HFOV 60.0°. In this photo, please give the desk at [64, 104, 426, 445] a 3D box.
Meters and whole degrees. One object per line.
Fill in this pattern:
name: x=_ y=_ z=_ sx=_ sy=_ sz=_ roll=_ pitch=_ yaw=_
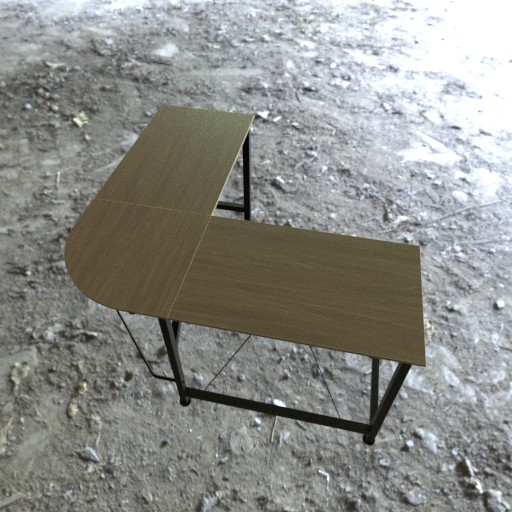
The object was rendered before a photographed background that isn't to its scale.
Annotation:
desk: x=0.000 y=0.000 z=2.243 sx=1.400 sy=0.762 sz=1.400 roll=9 pitch=47 yaw=8
